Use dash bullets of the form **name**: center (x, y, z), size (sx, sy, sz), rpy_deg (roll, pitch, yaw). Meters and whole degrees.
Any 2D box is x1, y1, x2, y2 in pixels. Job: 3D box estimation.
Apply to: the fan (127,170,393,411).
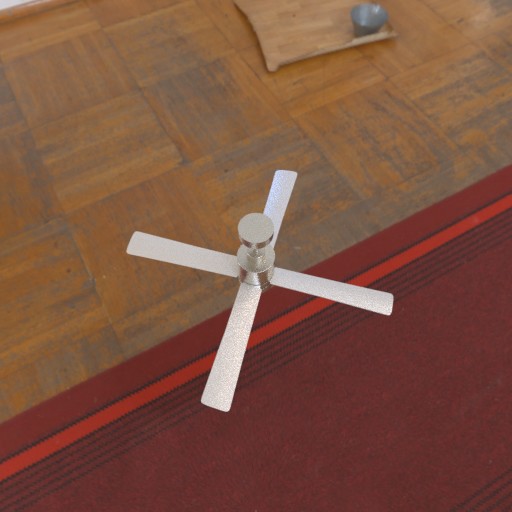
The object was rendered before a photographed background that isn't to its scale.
- **fan**: center (0.000, 0.000, 2.332), size (1.525, 0.539, 1.525), rpy_deg (14, 61, 8)
